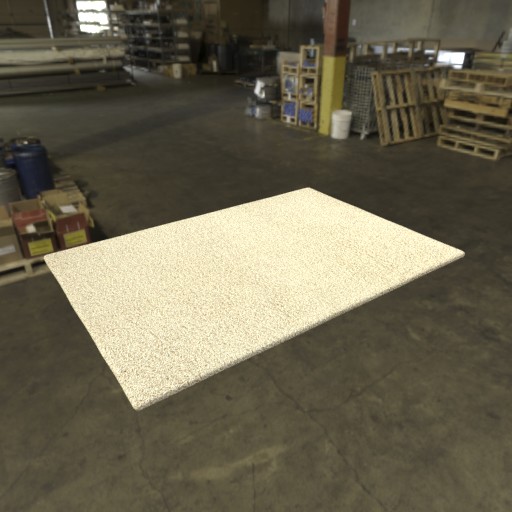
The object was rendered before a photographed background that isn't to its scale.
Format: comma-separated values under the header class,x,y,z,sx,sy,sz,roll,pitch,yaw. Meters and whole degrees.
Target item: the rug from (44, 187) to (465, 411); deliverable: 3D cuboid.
class,x,y,z,sx,sy,sz,roll,pitch,yaw
rug,0.000,0.000,2.260,1.778,0.030,1.219,-19,33,-31
